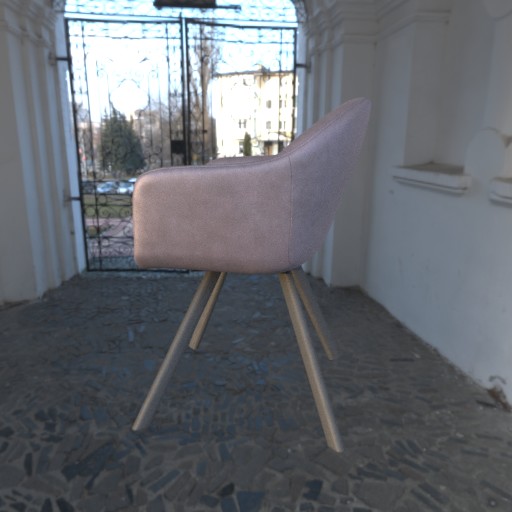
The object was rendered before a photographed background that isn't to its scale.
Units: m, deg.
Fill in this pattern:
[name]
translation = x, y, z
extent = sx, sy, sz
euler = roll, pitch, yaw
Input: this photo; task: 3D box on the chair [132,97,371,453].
[chair]
translation = 0.000, 0.000, 1.173
extent = 0.544, 0.781, 0.567
euler = 2, 15, 9
